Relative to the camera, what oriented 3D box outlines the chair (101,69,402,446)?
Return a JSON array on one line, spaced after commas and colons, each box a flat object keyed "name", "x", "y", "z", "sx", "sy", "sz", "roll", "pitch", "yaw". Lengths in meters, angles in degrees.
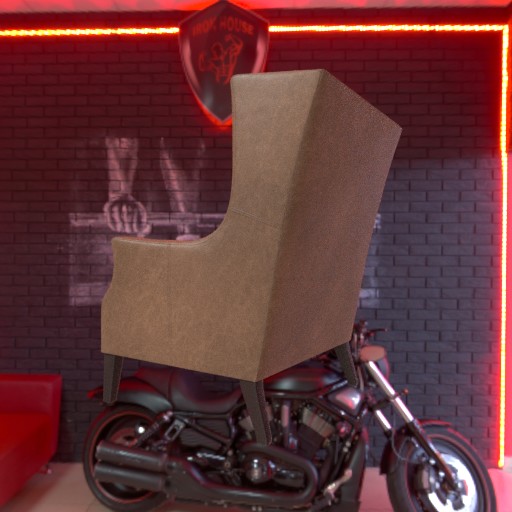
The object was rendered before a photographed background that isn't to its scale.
[{"name": "chair", "x": 0.000, "y": 0.000, "z": 1.709, "sx": 0.913, "sy": 1.088, "sz": 0.815, "roll": 1, "pitch": 1, "yaw": 34}]
